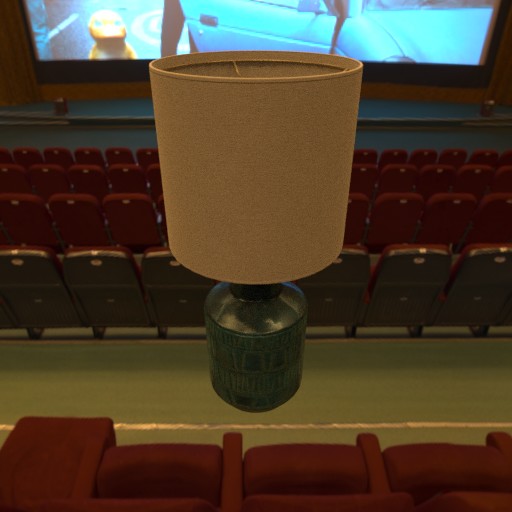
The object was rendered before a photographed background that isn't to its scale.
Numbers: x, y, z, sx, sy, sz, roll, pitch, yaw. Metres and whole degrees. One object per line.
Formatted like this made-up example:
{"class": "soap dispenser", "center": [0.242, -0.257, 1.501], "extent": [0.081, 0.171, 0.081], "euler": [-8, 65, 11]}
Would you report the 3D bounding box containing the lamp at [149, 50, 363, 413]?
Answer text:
{"class": "lamp", "center": [0.000, 0.000, 0.561], "extent": [0.211, 0.455, 0.211], "euler": [-1, 30, -1]}
